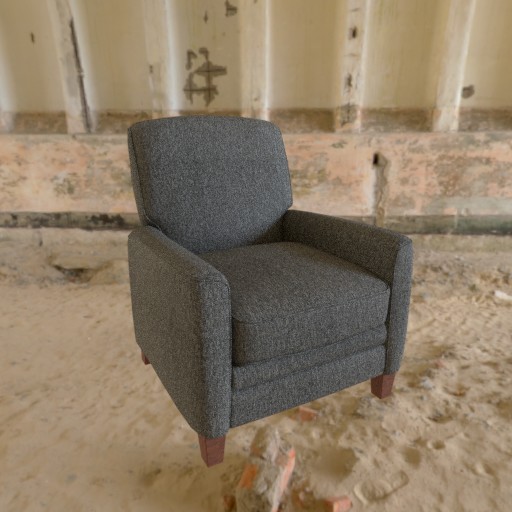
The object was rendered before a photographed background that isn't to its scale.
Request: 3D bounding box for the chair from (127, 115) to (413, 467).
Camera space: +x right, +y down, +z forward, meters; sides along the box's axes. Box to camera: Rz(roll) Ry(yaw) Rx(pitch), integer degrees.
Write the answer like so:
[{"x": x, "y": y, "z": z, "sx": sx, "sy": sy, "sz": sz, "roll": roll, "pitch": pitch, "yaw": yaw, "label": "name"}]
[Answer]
[{"x": 0.000, "y": 0.000, "z": 1.656, "sx": 0.848, "sy": 1.014, "sz": 0.864, "roll": -9, "pitch": 19, "yaw": -28, "label": "chair"}]
